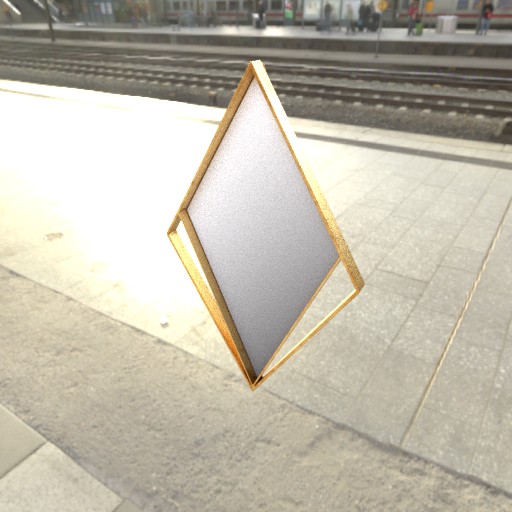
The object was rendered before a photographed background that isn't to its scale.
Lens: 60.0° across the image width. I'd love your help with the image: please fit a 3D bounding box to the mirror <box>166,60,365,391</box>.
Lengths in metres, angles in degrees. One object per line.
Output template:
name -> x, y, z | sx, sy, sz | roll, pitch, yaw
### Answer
mirror -> 0.000, 0.000, 0.840 | 0.419, 0.679, 0.032 | 16, 33, 27
